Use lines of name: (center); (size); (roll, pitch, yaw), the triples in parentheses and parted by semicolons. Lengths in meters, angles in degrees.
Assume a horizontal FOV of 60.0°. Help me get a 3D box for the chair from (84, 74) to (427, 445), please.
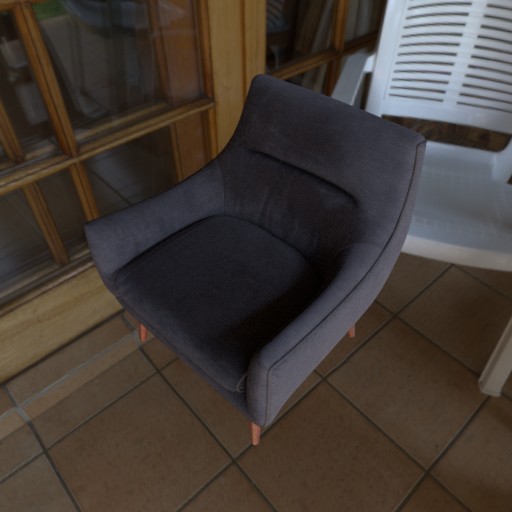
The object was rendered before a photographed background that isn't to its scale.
chair: (0.000, 0.000, 1.458); (0.762, 0.838, 0.787); (33, 54, 28)
